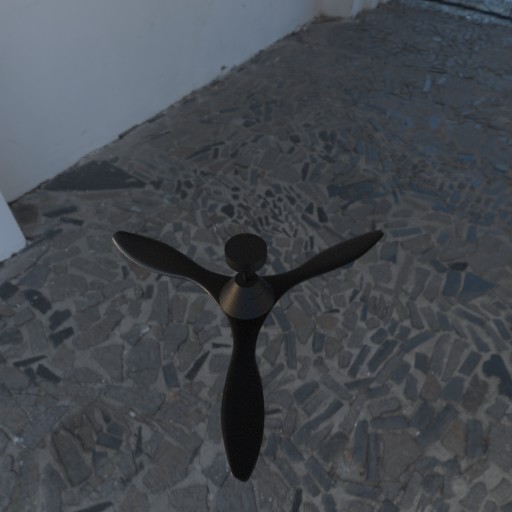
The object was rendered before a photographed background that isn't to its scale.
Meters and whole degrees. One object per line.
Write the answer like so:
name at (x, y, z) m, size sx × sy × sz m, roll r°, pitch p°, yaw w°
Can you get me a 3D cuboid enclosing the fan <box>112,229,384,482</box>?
fan at (0.000, 0.000, 1.616) m, size 1.067 × 0.305 × 1.067 m, roll -33°, pitch 55°, yaw -27°
